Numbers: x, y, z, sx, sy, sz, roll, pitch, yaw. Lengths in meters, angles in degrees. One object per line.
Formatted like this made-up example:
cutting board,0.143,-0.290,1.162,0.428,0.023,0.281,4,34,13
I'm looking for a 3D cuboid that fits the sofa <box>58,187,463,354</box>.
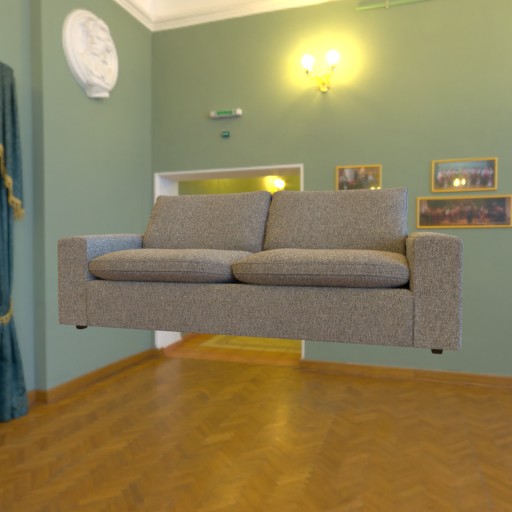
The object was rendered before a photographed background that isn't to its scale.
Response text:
sofa,0.000,0.000,2.834,2.299,0.922,1.040,1,2,17
